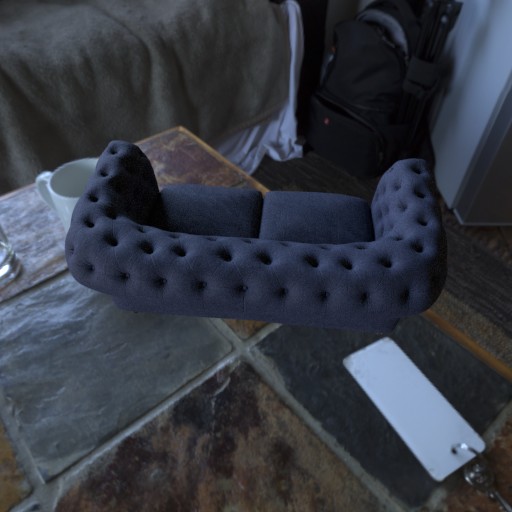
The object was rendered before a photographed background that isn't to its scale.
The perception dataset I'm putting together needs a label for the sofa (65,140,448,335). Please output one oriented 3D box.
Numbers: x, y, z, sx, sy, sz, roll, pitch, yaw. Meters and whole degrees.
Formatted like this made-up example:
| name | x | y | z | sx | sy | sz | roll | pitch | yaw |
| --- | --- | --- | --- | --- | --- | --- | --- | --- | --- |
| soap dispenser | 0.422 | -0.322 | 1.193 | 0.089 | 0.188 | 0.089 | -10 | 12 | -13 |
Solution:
| name | x | y | z | sx | sy | sz | roll | pitch | yaw |
| --- | --- | --- | --- | --- | --- | --- | --- | --- | --- |
| sofa | 0.000 | 0.000 | 2.572 | 1.988 | 0.833 | 1.082 | 4 | 48 | 4 |
